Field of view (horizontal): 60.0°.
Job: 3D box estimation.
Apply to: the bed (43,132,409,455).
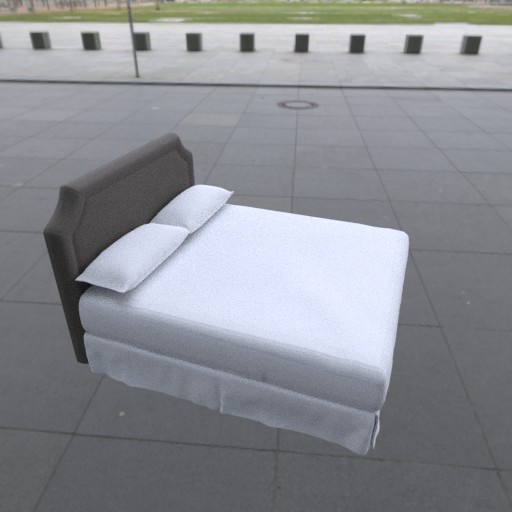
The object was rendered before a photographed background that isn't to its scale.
[{"bbox_3d":[0.000,0.000,3.904,2.536,1.561,2.194,11,32,17],"label":"bed"}]
